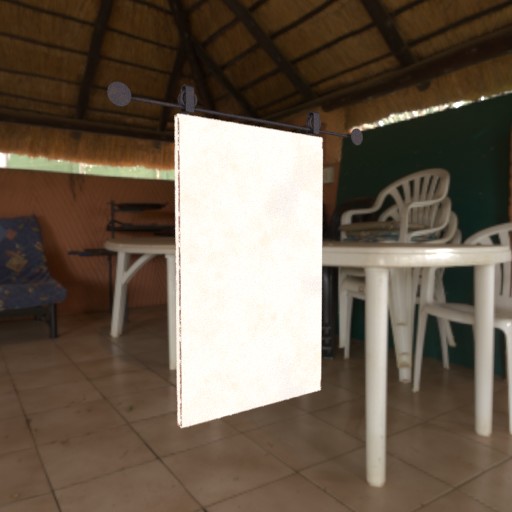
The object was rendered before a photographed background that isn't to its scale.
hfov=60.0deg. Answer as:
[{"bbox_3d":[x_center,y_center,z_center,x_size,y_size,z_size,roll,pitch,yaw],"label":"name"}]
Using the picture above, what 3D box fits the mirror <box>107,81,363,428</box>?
[{"bbox_3d":[0.000,0.000,1.222,0.808,0.844,0.037,-2,4,-35],"label":"mirror"}]
